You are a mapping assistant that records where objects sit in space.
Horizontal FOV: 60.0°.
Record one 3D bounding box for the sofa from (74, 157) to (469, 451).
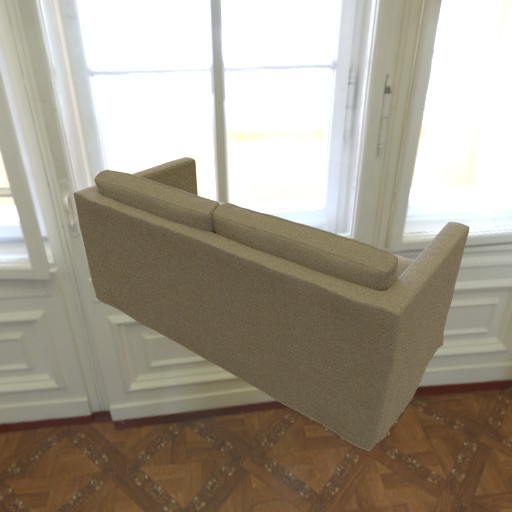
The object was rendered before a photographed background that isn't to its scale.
[{"bbox_3d":[0.000,0.000,2.498,1.987,0.847,0.956,20,35,32],"label":"sofa"}]
